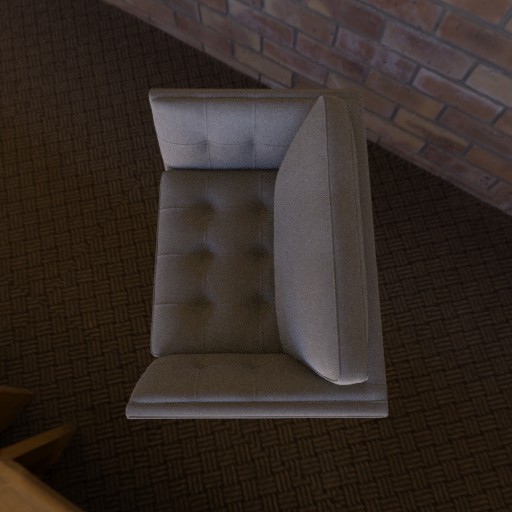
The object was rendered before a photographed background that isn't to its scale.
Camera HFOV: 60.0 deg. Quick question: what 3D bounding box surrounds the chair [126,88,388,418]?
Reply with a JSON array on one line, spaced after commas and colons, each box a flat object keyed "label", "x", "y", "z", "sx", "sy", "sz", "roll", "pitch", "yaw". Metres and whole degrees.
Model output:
[{"label": "chair", "x": 0.000, "y": 0.000, "z": 2.089, "sx": 0.965, "sy": 0.942, "sz": 1.396, "roll": 0, "pitch": 74, "yaw": 0}]
